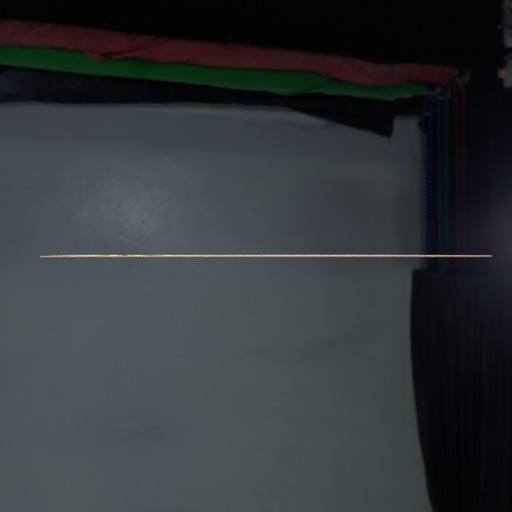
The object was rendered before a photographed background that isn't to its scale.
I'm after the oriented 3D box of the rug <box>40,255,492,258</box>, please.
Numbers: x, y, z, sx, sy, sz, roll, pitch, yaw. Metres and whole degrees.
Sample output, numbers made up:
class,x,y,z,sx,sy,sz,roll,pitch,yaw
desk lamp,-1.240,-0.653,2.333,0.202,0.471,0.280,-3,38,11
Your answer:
class,x,y,z,sx,sy,sz,roll,pitch,yaw
rug,0.000,0.000,2.287,1.829,0.008,1.219,0,0,-16
